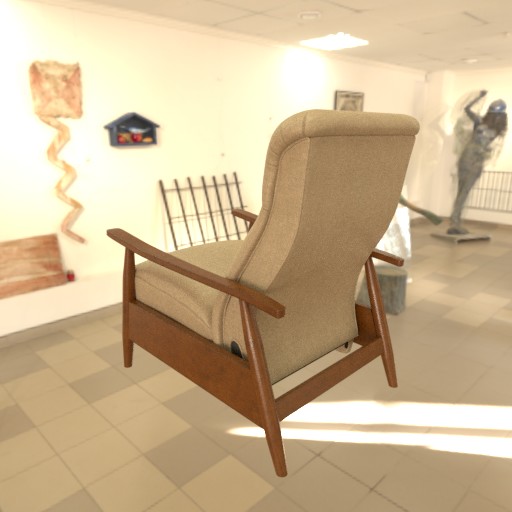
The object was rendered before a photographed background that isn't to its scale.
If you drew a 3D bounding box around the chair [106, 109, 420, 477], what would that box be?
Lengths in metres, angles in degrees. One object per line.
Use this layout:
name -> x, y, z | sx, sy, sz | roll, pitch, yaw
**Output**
chair -> 0.000, 0.000, 1.788 | 1.030, 1.082, 0.762 | 15, 22, 43
